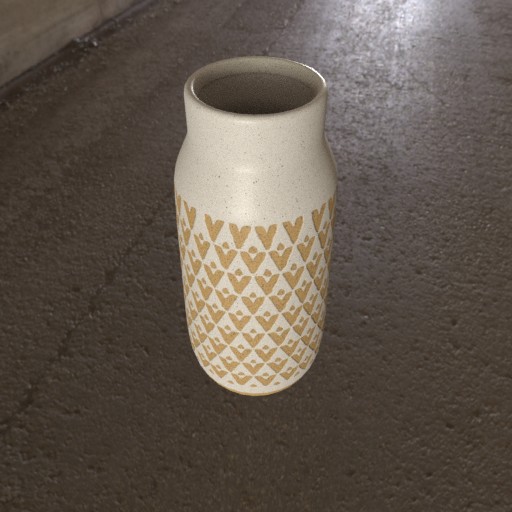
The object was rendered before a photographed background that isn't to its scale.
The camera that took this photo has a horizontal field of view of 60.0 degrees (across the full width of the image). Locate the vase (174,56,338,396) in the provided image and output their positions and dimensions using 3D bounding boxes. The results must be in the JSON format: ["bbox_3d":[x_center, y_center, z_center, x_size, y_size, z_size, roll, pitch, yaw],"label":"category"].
[{"bbox_3d":[0.000,0.000,0.386,0.137,0.307,0.137,0,45,0],"label":"vase"}]
